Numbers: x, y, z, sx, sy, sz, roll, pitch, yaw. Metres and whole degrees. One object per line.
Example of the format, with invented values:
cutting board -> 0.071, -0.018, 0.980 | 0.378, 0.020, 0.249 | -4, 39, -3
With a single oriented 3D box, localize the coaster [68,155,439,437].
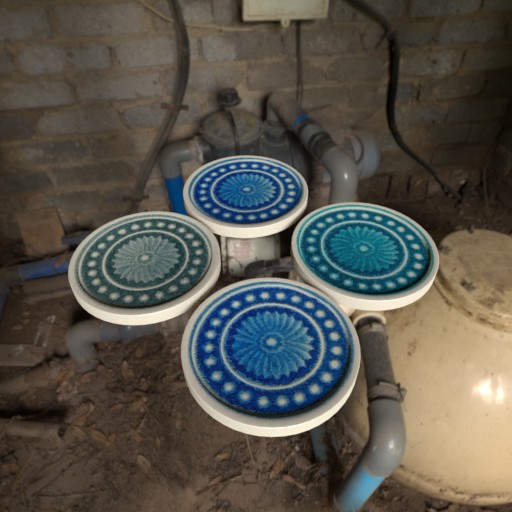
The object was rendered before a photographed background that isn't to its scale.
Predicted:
coaster -> 0.000, 0.000, 0.330 | 0.224, 0.010, 0.220 | 30, 51, 28
